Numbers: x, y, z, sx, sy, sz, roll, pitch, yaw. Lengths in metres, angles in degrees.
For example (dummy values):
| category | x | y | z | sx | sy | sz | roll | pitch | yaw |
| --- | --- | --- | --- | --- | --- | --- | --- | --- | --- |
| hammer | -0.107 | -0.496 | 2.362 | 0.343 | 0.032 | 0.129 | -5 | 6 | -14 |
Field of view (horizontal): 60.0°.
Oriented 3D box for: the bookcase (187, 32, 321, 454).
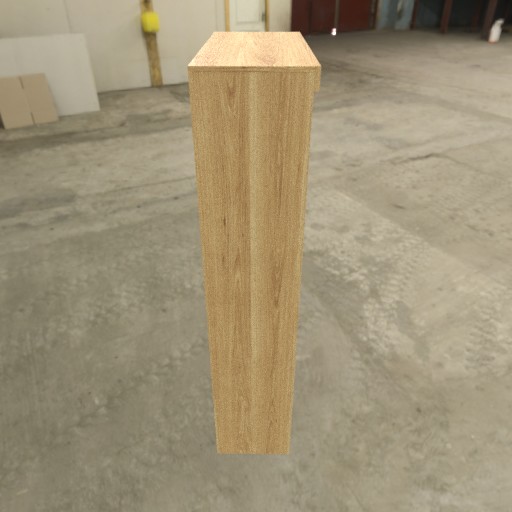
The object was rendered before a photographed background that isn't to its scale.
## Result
| category | x | y | z | sx | sy | sz | roll | pitch | yaw |
| --- | --- | --- | --- | --- | --- | --- | --- | --- | --- |
| bookcase | 0.000 | 0.000 | 2.332 | 0.420 | 2.020 | 0.950 | 0 | 33 | 1 |
